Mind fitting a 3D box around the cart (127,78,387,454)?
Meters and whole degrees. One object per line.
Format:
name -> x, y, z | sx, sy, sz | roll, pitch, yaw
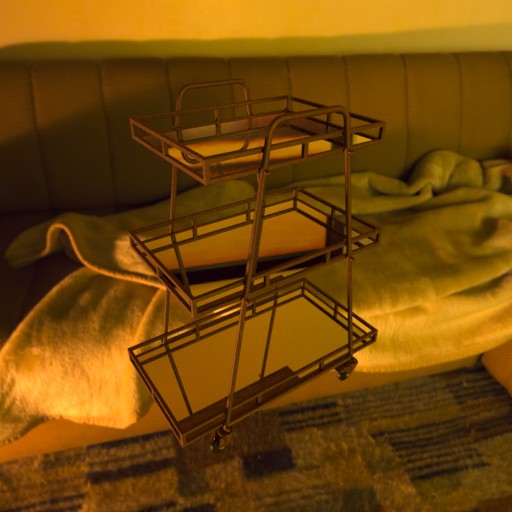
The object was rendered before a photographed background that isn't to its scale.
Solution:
cart -> 0.000, 0.000, 1.259 | 0.711, 0.883, 0.441 | -19, 36, -29
